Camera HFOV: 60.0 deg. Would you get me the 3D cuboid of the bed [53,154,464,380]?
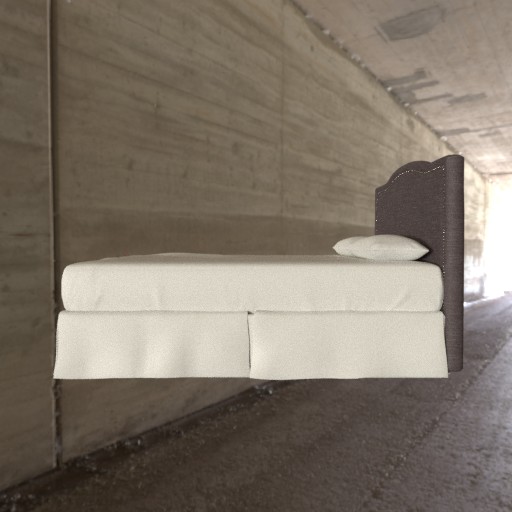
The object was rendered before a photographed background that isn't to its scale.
[{"bbox_3d":[0.000,0.000,3.487,2.507,1.441,1.741,0,2,0],"label":"bed"}]
